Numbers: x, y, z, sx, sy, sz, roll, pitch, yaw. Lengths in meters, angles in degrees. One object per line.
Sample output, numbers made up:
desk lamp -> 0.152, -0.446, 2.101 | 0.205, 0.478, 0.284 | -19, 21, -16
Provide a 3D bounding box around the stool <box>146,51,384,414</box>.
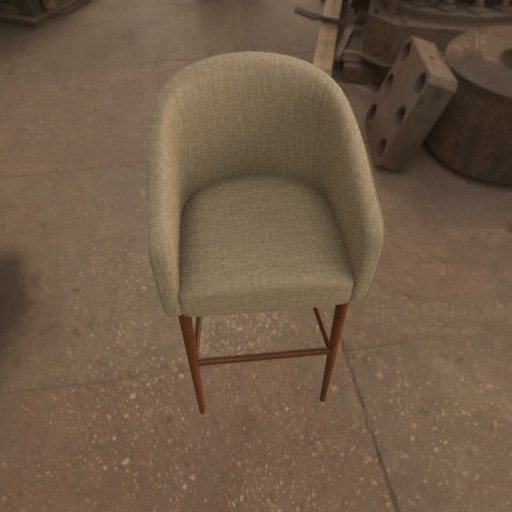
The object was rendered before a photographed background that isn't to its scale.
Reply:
stool -> 0.000, 0.000, 1.456 | 0.559, 1.078, 0.607 | -4, 47, -4
